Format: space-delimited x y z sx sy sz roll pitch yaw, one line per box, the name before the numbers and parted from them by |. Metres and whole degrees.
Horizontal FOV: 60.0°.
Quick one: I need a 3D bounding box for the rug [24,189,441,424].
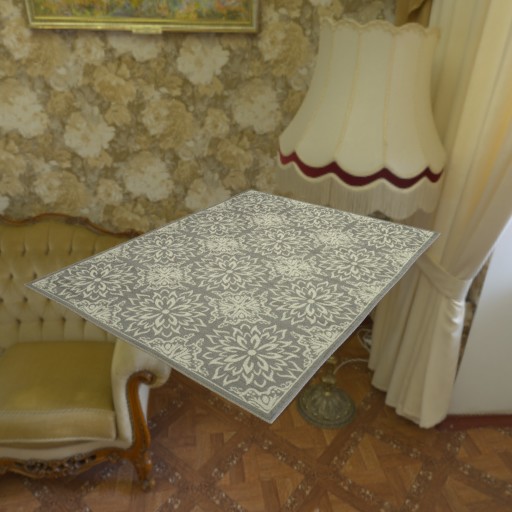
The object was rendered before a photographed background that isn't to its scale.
rug | 0.000 0.000 3.943 2.363 0.012 2.980 18 32 32
